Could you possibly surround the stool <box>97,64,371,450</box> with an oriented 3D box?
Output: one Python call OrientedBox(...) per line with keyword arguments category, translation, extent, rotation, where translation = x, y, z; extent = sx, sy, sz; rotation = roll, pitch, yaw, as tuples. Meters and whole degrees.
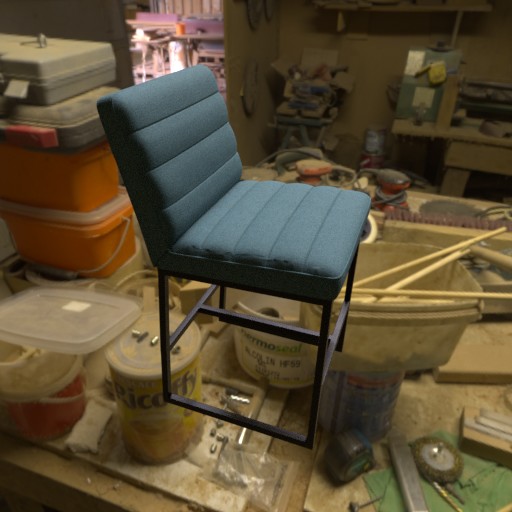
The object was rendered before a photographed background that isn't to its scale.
OrientedBox(category="stool", translation=(0.000, 0.000, 1.265), extent=(0.560, 0.940, 0.460), rotation=(11, 34, 17))
